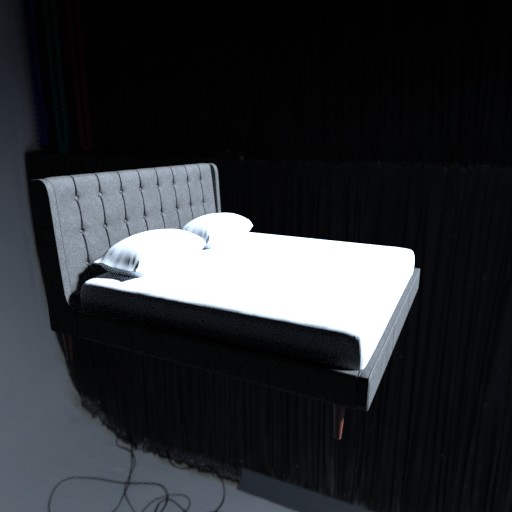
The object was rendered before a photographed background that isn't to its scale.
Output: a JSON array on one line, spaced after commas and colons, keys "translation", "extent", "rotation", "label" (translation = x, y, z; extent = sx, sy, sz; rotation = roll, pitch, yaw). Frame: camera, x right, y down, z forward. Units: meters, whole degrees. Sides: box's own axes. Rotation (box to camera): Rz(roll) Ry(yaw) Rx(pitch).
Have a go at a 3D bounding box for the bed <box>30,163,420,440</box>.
[{"translation": [0.000, 0.000, 2.521], "extent": [1.638, 0.933, 1.531], "rotation": [7, 17, 25], "label": "bed"}]
